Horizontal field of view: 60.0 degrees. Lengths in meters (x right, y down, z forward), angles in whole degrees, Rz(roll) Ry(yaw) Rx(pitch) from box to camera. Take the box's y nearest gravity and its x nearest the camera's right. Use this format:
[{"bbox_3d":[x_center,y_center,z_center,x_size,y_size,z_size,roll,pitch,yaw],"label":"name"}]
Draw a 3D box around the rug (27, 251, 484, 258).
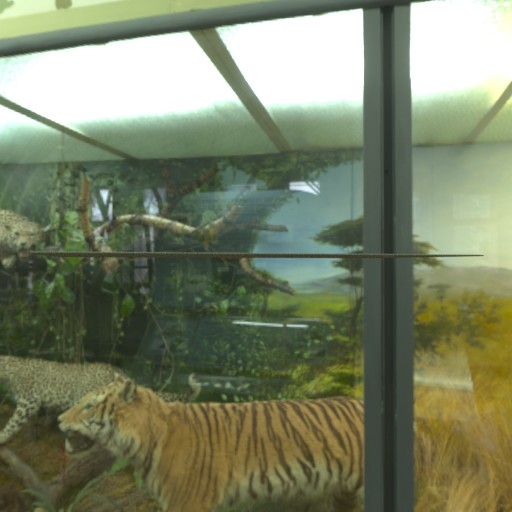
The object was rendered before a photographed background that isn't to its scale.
[{"bbox_3d":[0.000,0.000,3.547,3.048,0.011,1.546,0,-1,-18],"label":"rug"}]
